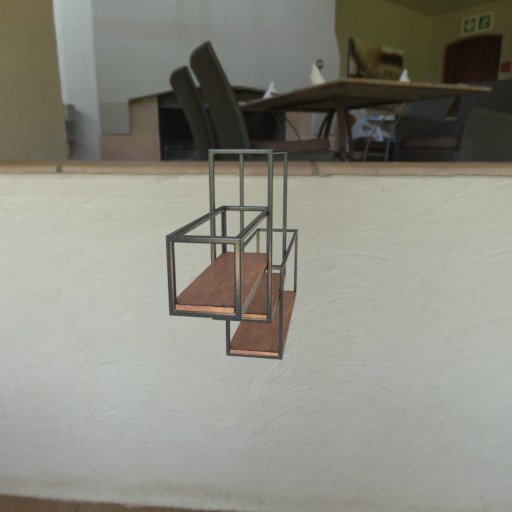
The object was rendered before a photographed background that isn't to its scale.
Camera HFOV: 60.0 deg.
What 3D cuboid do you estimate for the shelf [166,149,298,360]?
[{"bbox_3d":[0.000,0.000,2.071,0.275,0.972,1.781,2,14,9],"label":"shelf"}]
